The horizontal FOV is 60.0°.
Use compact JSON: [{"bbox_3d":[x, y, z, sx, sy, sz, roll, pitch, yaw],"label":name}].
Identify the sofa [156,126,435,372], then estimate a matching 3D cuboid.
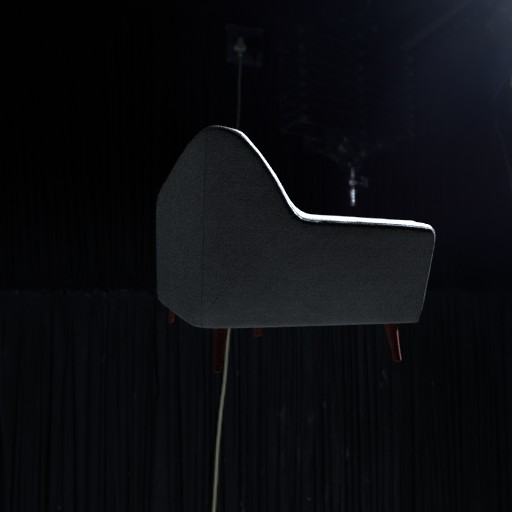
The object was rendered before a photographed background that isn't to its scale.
[{"bbox_3d":[0.000,0.000,2.484,0.976,0.897,1.930,0,-1,-18],"label":"sofa"}]
